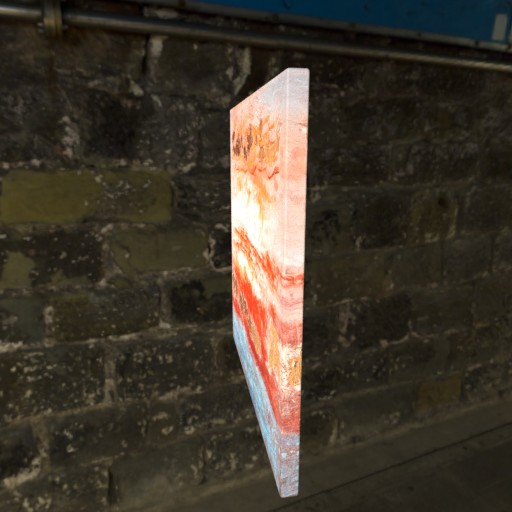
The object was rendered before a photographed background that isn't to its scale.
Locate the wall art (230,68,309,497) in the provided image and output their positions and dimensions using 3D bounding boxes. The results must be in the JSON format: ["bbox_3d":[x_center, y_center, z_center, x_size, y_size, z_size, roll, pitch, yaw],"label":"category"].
[{"bbox_3d":[0.000,0.000,1.095,0.035,0.747,0.747,-2,14,-9],"label":"wall art"}]
